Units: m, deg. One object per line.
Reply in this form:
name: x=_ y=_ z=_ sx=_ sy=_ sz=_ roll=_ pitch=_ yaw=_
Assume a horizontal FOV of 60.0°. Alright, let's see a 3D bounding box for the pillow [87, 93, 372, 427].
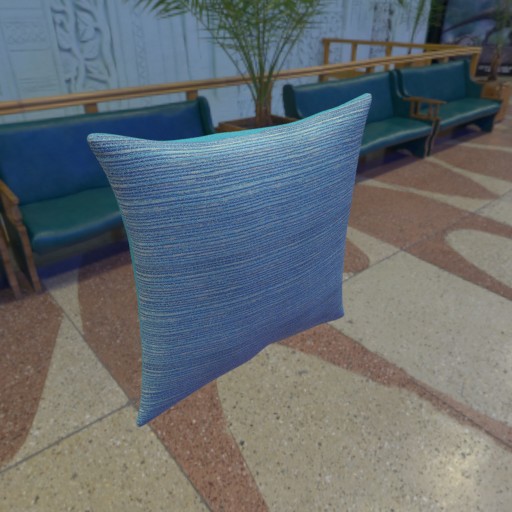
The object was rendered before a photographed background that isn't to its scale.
pillow: x=0.000 y=0.000 z=0.772 sx=0.514 sy=0.497 sz=0.150 roll=-21 pitch=36 yaw=-32
